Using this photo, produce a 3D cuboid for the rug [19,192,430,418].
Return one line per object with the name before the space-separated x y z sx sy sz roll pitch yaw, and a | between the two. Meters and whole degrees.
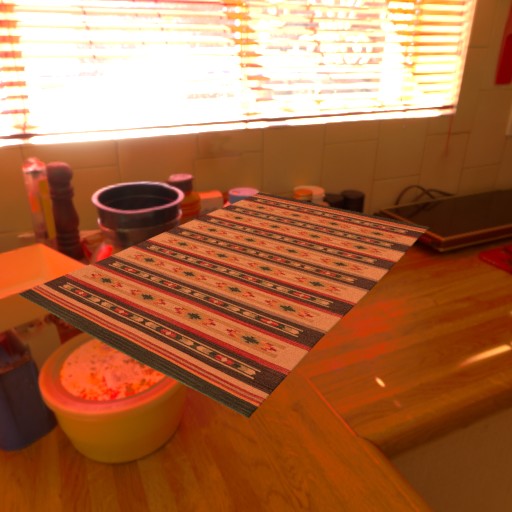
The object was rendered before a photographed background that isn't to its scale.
rug | 0.000 0.000 2.250 1.221 0.009 1.825 17 30 31
